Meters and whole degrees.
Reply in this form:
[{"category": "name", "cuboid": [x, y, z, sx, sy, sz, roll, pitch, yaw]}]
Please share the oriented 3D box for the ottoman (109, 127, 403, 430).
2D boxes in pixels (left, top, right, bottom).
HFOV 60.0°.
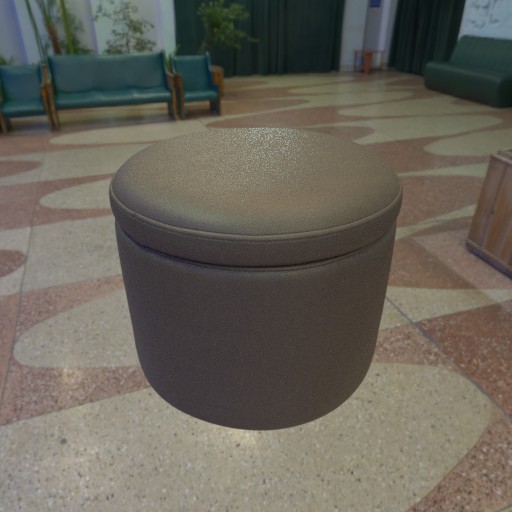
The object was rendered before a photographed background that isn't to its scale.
[{"category": "ottoman", "cuboid": [0.000, 0.000, 0.859, 0.500, 0.409, 0.500, 0, 30, 0]}]
